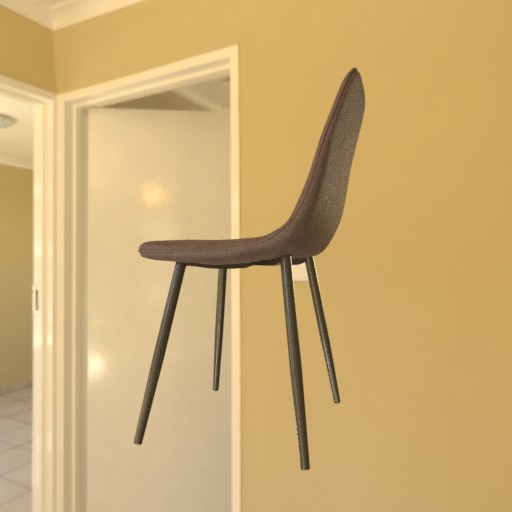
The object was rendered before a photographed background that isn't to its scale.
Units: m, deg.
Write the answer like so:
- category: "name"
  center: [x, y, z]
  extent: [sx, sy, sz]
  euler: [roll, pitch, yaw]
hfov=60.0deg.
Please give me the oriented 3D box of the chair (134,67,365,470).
- category: "chair"
  center: [0.000, 0.000, 1.192]
  extent: [0.561, 0.889, 0.472]
  euler: [0, 0, 19]
